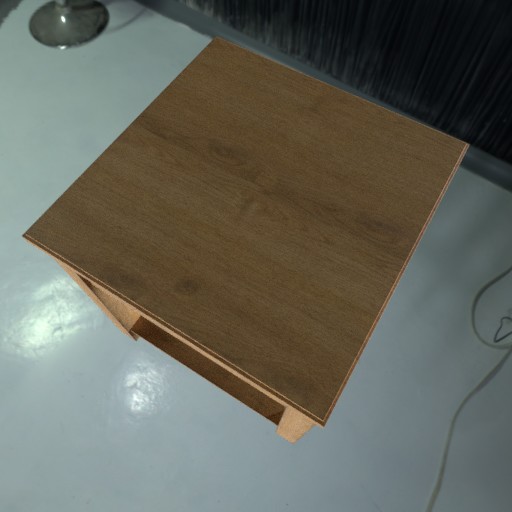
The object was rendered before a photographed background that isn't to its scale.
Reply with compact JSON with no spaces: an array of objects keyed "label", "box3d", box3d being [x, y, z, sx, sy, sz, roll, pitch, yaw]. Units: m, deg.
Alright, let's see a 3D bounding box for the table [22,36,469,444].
[{"label":"table","box3d":[0.000,0.000,1.092,0.612,0.593,0.616,29,67,14]}]
